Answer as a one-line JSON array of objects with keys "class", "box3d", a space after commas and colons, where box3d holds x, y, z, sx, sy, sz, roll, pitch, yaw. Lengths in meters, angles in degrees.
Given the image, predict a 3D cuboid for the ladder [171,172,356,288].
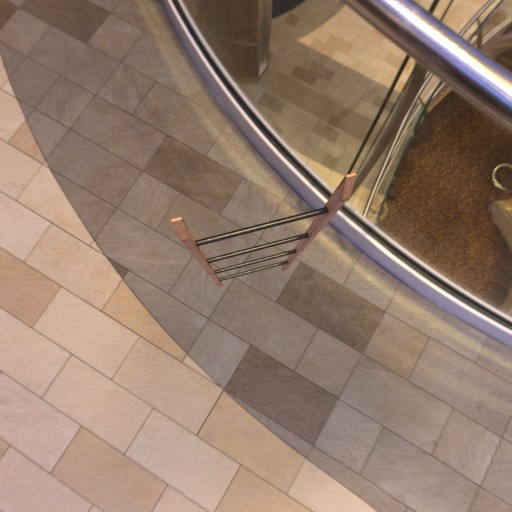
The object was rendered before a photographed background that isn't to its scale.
[{"class": "ladder", "box3d": [0.000, 0.000, 1.903, 0.442, 1.805, 0.200, -15, 77, -3]}]
